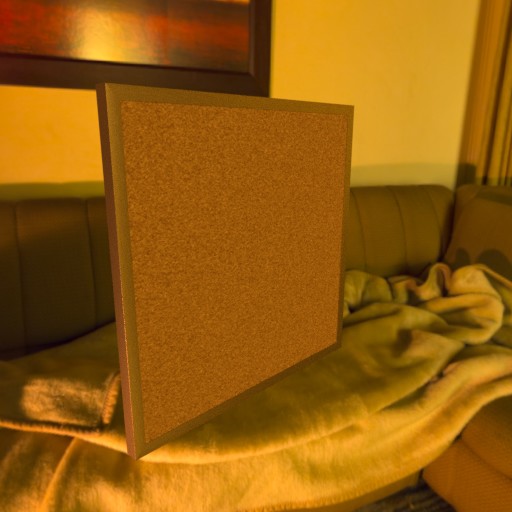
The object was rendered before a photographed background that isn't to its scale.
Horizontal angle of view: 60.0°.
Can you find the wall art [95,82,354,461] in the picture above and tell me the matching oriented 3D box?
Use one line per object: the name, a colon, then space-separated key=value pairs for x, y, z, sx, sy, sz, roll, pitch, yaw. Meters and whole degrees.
wall art: x=0.000 y=0.000 z=1.132 sx=0.767 sy=0.765 sz=0.036 roll=-14 pitch=20 yaw=-43
